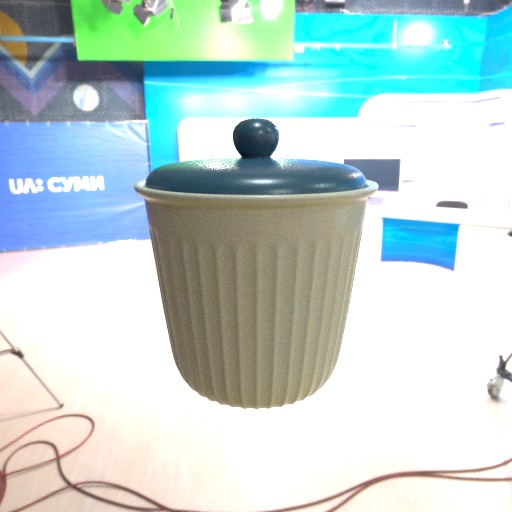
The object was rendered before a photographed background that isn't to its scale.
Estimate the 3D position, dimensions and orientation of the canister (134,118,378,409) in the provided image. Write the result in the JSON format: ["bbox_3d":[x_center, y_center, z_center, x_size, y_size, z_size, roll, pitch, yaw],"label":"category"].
[{"bbox_3d":[0.000,0.000,0.354,0.181,0.211,0.181,0,15,0],"label":"canister"}]
